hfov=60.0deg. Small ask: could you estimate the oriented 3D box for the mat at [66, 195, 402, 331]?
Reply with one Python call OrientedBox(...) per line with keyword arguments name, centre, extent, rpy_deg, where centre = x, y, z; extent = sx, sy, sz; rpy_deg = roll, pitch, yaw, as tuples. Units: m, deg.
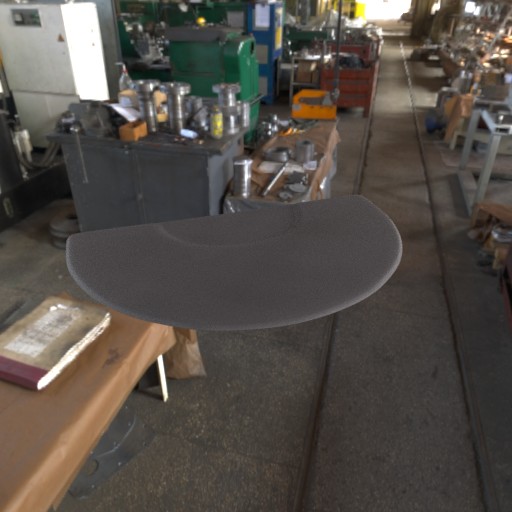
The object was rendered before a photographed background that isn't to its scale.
OrientedBox(name="mat", centre=(0.000, 0.000, 1.867), extent=(1.525, 0.022, 0.917), rpy_deg=(-10, 32, -16))
